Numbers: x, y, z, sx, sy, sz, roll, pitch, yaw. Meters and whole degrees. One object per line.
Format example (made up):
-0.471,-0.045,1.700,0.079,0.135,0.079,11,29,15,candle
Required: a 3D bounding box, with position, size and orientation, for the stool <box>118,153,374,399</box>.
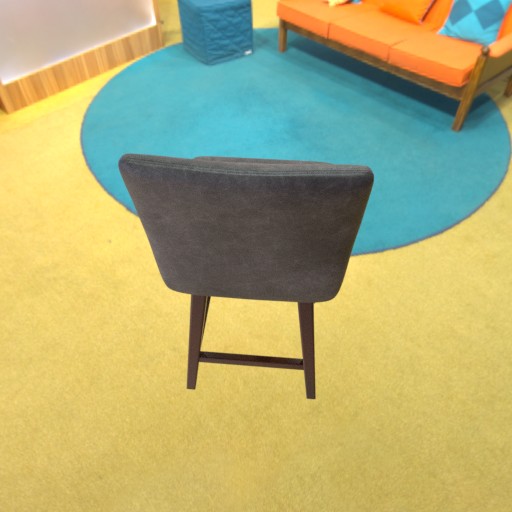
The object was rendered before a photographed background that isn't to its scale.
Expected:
0.000,0.000,1.357,0.492,1.046,0.587,4,48,3,stool
